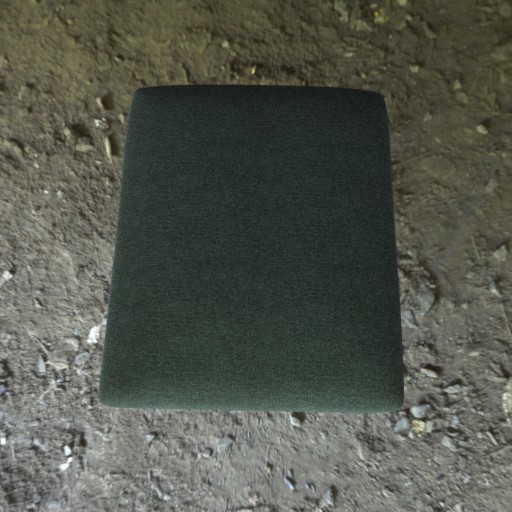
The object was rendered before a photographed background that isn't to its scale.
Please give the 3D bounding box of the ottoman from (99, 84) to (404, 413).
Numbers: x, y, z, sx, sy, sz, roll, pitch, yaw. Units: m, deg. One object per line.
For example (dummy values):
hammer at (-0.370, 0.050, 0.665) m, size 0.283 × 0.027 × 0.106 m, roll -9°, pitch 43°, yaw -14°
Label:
ottoman at (0.000, 0.000, 1.279) m, size 0.695 × 0.533 × 0.831 m, roll 1°, pitch 74°, yaw 0°
